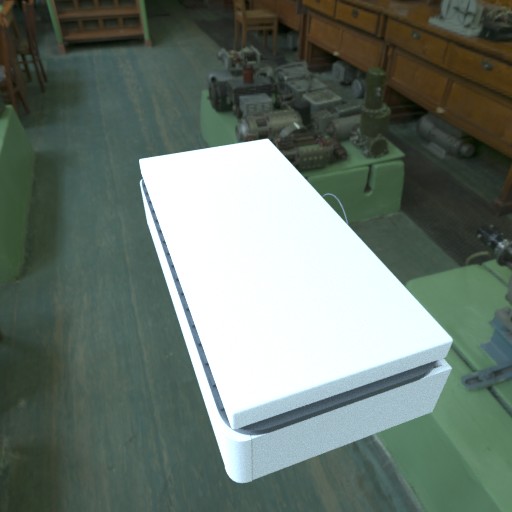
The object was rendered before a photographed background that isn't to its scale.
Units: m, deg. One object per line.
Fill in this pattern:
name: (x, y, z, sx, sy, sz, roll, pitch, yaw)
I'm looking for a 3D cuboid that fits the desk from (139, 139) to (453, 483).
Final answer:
desk: (0.000, 0.000, 2.293, 0.900, 0.526, 1.900, -13, 41, -16)
